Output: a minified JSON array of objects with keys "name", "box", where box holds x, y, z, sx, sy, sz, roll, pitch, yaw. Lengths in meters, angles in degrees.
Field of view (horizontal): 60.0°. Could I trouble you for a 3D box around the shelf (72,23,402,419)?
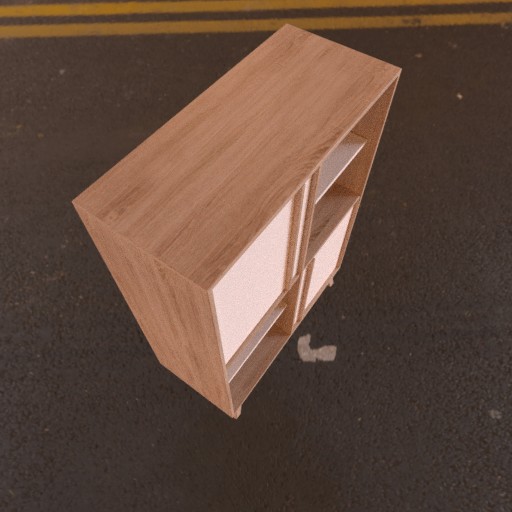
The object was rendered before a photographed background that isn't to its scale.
[{"name":"shelf","box":[0.000,0.000,1.871,0.450,1.390,1.000,31,63,18]}]
